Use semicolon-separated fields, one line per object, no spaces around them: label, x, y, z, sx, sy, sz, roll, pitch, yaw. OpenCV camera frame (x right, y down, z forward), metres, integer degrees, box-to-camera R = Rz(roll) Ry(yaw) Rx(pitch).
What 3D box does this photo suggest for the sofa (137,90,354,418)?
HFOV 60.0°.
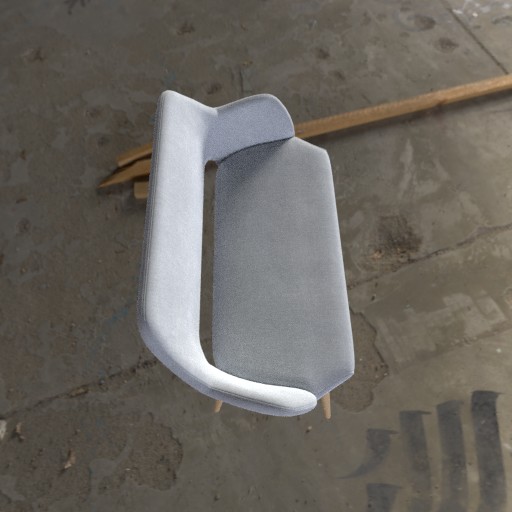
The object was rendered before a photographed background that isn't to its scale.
sofa;0.000;0.000;1.609;0.610;0.840;1.150;-1;64;-1
